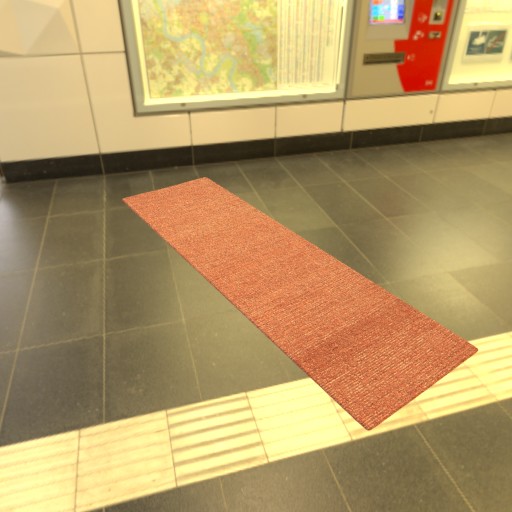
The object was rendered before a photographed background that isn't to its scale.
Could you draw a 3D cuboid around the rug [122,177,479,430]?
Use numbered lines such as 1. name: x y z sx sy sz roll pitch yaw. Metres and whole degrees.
1. rug: 0.000 0.000 2.501 0.687 0.012 2.307 -21 38 -29
